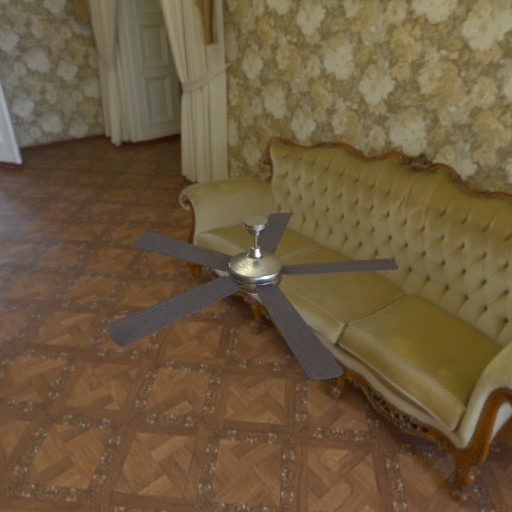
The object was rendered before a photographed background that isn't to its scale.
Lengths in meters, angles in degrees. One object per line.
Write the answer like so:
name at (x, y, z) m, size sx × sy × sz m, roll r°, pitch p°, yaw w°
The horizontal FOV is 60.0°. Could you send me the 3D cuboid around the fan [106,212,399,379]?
fan at (0.000, 0.000, 2.002) m, size 1.321 × 0.356 × 1.321 m, roll 2°, pitch 30°, yaw 3°
